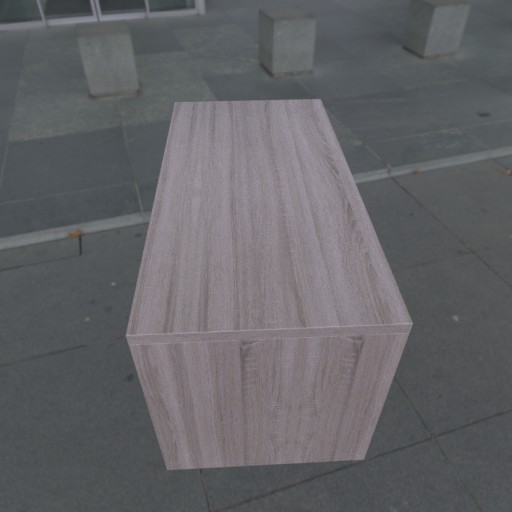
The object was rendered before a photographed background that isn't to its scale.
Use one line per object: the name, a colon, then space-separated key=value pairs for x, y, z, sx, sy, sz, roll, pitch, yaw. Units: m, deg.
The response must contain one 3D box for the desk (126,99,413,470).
desk: x=0.000 y=0.000 z=1.824 sx=0.690 sy=0.745 sz=1.380 roll=-2 pitch=41 yaw=-2
